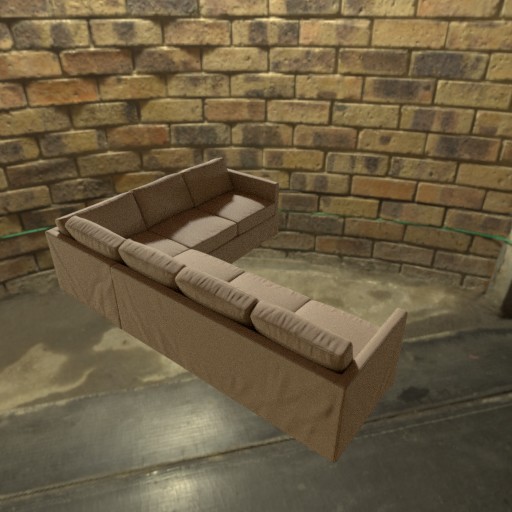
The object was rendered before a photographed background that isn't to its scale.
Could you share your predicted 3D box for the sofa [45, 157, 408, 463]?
[{"bbox_3d":[0.000,0.000,4.263,3.182,0.871,2.432,21,36,32],"label":"sofa"}]
